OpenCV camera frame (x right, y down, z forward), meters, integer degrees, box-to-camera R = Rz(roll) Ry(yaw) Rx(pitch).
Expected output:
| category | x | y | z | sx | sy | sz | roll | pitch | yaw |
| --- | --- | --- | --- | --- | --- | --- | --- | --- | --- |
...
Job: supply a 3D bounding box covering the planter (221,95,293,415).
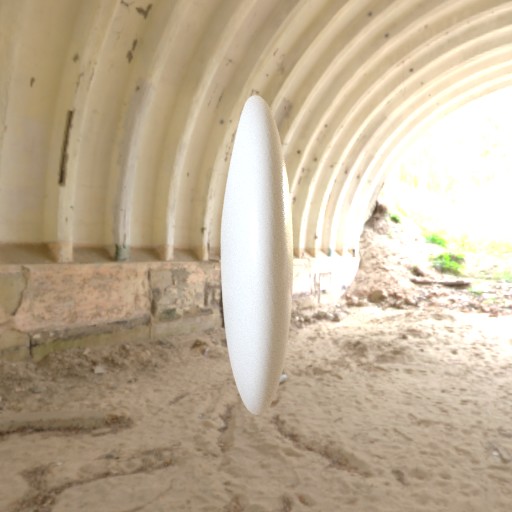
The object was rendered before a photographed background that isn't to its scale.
| category | x | y | z | sx | sy | sz | roll | pitch | yaw |
| --- | --- | --- | --- | --- | --- | --- | --- | --- | --- |
| planter | 0.000 | 0.000 | 0.277 | 0.043 | 0.188 | 0.185 | 0 | 0 | -1 |
